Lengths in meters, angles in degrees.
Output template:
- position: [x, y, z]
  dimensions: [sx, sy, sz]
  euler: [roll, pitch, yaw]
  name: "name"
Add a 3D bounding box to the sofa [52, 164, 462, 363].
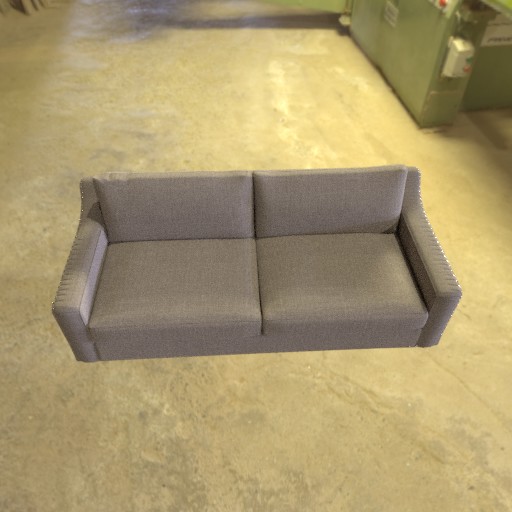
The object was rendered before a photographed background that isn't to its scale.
- position: [0.000, 0.000, 2.751]
  dimensions: [2.208, 0.857, 1.000]
  euler: [-2, 46, -2]
  name: "sofa"
